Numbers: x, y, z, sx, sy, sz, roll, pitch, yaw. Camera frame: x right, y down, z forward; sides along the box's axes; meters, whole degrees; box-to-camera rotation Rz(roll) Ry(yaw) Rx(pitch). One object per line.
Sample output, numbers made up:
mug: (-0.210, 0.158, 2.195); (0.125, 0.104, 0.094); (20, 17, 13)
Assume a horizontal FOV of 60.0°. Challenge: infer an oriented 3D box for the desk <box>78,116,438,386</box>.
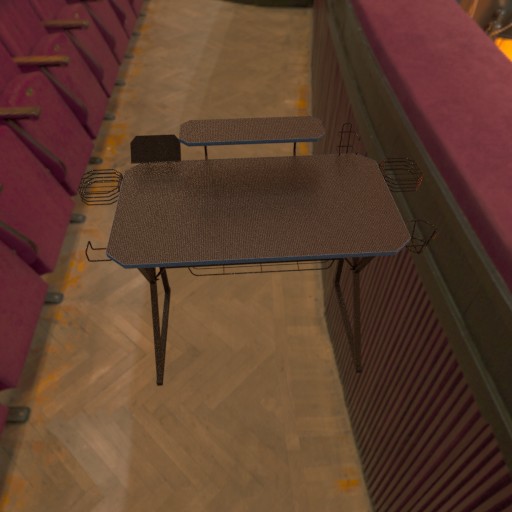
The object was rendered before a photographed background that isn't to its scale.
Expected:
desk: (0.000, 0.000, 1.787); (1.295, 0.909, 0.594); (-3, 46, -3)
